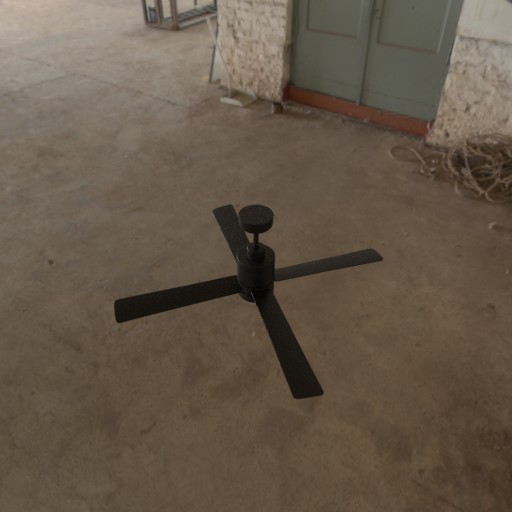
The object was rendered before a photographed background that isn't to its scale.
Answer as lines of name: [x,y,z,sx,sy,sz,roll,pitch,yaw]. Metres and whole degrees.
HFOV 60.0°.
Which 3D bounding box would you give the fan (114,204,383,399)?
fan: [0.000,0.000,2.338,1.525,0.534,1.525,-11,42,-13]
